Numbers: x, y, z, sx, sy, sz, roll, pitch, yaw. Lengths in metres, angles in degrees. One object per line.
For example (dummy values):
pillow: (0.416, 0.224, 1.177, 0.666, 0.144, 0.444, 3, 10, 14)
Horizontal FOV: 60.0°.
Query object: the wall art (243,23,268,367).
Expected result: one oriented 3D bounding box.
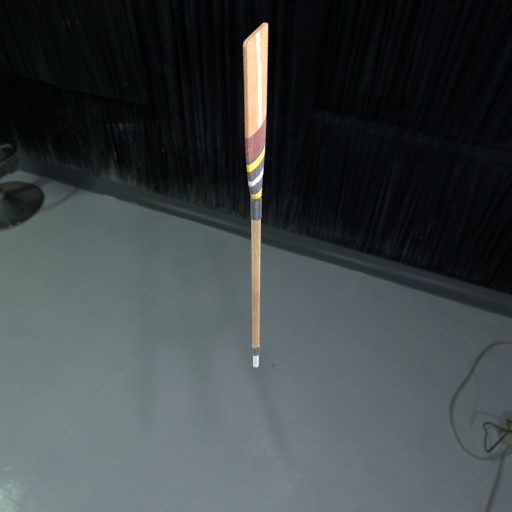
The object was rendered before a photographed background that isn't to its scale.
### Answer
wall art: (0.000, 0.000, 1.622, 0.038, 1.556, 0.146, 15, 48, 14)
